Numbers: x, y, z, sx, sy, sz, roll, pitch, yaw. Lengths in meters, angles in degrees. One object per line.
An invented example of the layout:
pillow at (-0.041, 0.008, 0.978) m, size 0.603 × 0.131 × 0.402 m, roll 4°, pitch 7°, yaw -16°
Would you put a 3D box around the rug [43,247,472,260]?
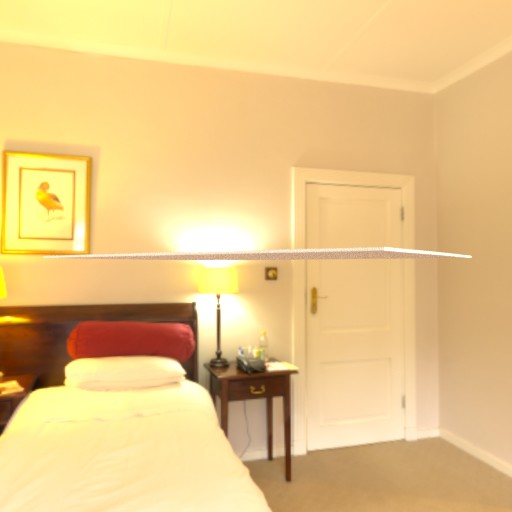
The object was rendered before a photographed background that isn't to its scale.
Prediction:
rug at (0.000, 0.000, 3.060) m, size 2.438 × 0.026 × 1.706 m, roll -1°, pitch -2°, yaw 36°
